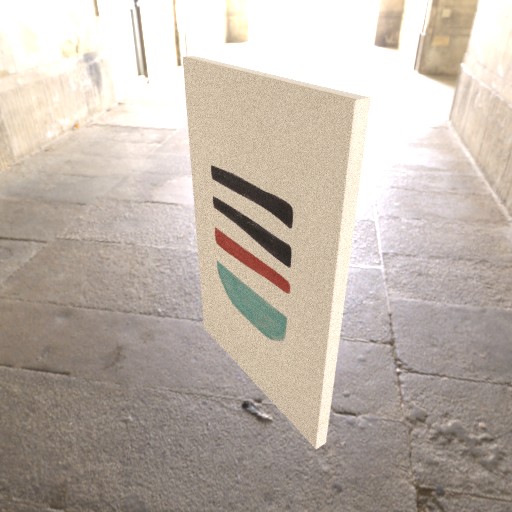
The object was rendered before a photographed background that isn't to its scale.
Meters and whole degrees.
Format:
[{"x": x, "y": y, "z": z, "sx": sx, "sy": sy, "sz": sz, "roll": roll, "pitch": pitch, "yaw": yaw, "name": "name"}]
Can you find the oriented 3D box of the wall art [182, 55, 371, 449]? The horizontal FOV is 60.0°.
[{"x": 0.000, "y": 0.000, "z": 1.177, "sx": 0.038, "sy": 0.912, "sz": 0.607, "roll": -21, "pitch": 37, "yaw": -30, "name": "wall art"}]
